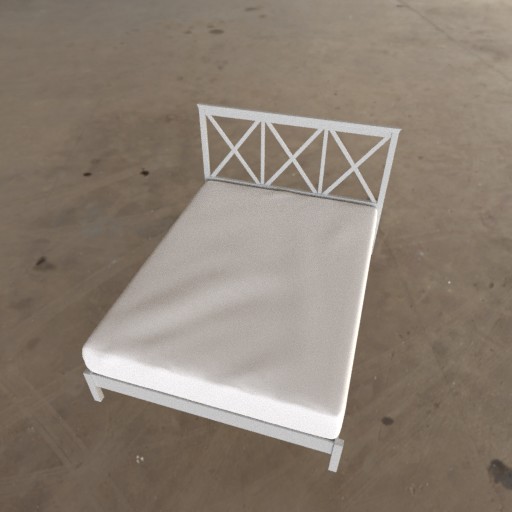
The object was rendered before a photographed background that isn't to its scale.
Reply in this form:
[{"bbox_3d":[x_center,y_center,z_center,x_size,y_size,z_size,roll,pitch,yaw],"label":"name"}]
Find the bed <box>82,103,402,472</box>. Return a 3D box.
[{"bbox_3d":[0.000,0.000,3.197,1.673,1.253,2.135,11,42,13],"label":"bed"}]
